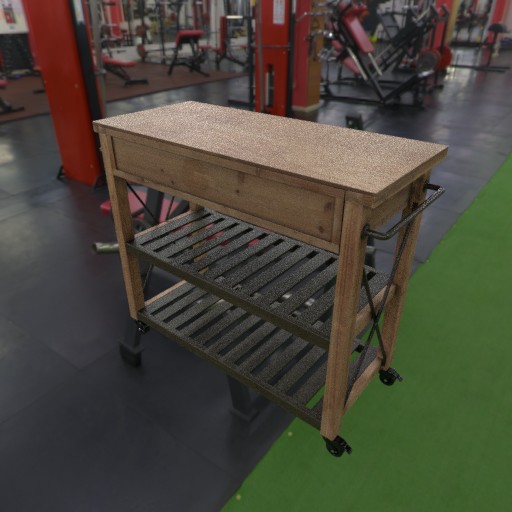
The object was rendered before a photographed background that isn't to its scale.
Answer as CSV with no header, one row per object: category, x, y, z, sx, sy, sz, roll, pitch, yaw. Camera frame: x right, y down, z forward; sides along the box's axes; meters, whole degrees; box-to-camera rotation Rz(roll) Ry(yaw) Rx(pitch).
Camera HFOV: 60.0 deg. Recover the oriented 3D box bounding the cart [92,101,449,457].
cart,0.000,0.000,0.995,0.686,0.554,0.298,22,36,33
